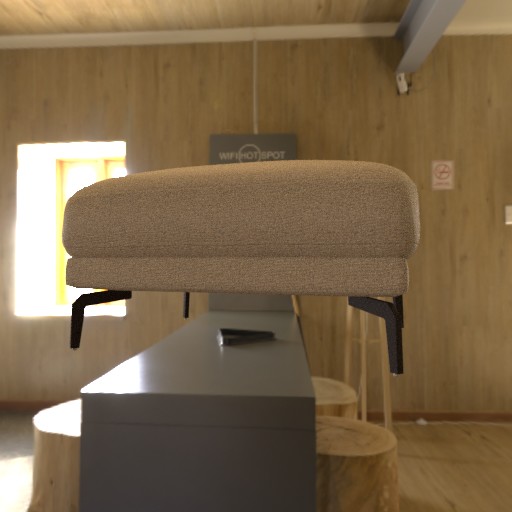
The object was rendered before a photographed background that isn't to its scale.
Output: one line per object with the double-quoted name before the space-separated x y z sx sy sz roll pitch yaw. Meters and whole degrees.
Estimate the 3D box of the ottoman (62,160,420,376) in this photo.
"ottoman" 0.000 0.000 1.120 0.772 0.420 0.568 0 0 19
